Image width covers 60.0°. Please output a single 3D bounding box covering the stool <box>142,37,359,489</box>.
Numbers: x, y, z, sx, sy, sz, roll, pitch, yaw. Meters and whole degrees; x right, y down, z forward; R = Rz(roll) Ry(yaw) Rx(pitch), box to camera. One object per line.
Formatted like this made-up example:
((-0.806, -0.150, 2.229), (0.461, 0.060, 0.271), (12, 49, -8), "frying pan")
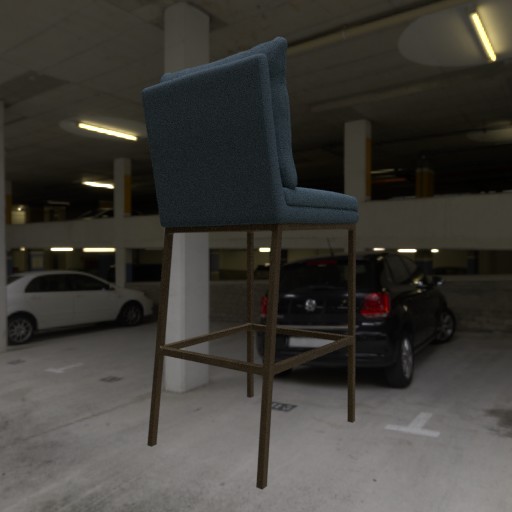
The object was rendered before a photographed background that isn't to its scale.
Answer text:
((0.000, 0.000, 1.405), (0.463, 1.124, 0.568), (1, 1, 36), "stool")
